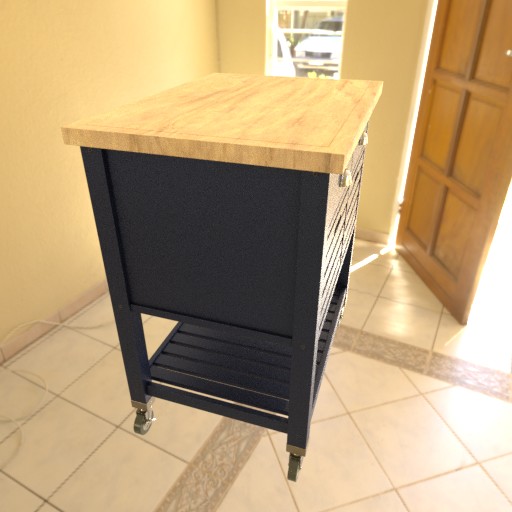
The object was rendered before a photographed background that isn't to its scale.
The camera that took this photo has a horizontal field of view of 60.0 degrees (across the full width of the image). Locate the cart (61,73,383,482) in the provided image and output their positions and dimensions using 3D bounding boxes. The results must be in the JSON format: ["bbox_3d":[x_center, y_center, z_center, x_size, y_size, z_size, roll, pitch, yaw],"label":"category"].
[{"bbox_3d":[0.000,0.000,1.359,0.567,0.920,0.797,10,32,16],"label":"cart"}]
